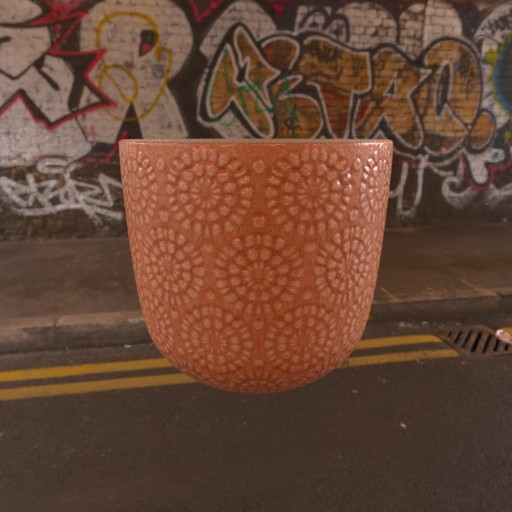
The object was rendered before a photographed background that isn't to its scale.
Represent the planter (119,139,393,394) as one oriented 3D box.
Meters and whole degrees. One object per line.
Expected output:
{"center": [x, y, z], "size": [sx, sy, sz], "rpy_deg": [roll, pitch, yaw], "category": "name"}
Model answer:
{"center": [0.000, 0.000, 0.374], "size": [0.208, 0.190, 0.208], "rpy_deg": [0, 15, 0], "category": "planter"}
